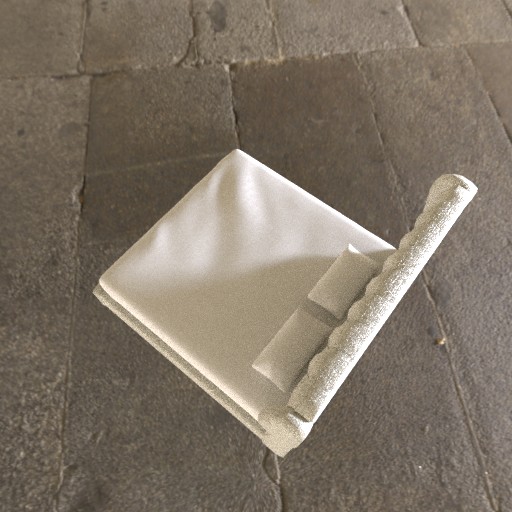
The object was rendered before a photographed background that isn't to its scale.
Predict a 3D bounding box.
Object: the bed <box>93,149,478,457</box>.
[{"bbox_3d":[0.000,0.000,3.845,2.347,1.771,2.219,36,68,17],"label":"bed"}]
